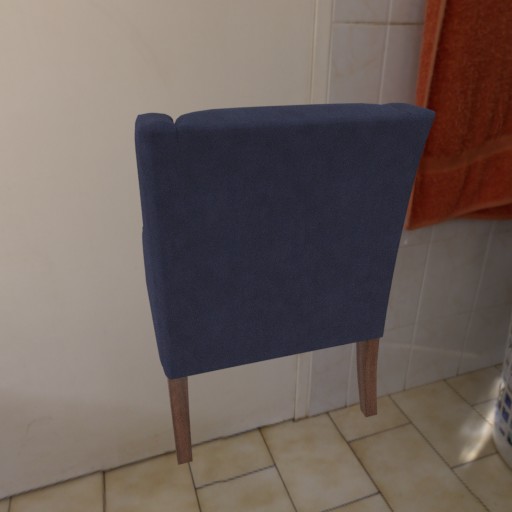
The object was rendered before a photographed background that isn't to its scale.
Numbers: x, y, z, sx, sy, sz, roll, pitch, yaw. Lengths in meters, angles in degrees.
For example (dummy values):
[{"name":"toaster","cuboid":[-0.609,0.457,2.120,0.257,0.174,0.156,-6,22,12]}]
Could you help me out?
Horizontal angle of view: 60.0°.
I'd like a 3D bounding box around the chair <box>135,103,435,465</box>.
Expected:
[{"name":"chair","cuboid":[0.000,0.000,1.299,0.629,0.895,0.629,-8,27,-15]}]
